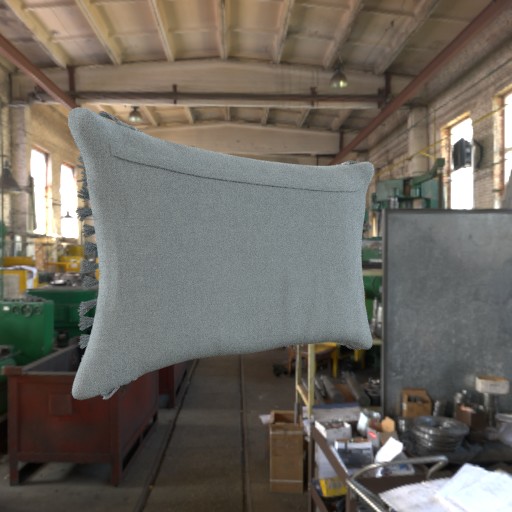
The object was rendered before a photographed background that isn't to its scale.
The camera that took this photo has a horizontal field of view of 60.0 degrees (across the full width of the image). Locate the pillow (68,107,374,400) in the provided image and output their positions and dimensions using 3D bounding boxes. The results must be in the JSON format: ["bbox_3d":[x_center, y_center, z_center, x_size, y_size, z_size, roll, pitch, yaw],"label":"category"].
[{"bbox_3d":[0.000,0.000,0.582,0.466,0.305,0.084,0,0,-36],"label":"pillow"}]
